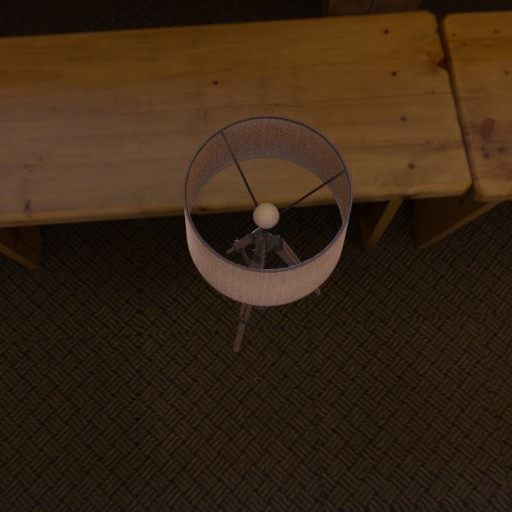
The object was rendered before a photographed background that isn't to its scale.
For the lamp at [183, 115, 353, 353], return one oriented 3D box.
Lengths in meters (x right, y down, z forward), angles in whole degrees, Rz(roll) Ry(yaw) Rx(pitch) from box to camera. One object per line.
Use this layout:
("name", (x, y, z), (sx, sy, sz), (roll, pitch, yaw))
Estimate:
("lamp", (0.000, 0.000, 1.837), (0.604, 1.510, 0.587), (-35, 77, -9))
